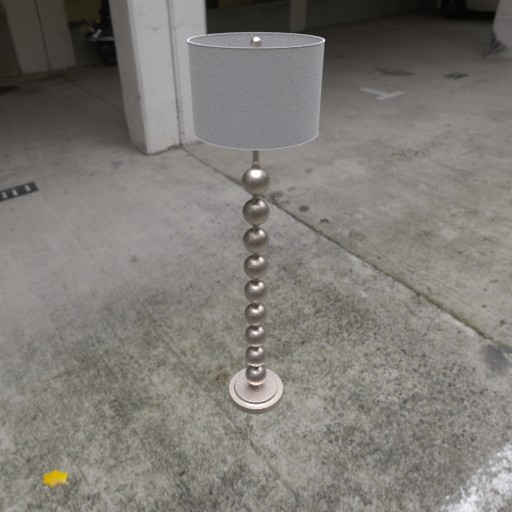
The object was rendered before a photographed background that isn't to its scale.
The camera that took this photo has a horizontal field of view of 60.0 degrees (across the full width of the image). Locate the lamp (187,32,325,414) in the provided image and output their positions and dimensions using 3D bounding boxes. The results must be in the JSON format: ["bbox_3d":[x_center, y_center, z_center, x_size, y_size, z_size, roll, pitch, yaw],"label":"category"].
[{"bbox_3d":[0.000,0.000,1.654,0.394,1.474,0.394,-20,37,-29],"label":"lamp"}]
